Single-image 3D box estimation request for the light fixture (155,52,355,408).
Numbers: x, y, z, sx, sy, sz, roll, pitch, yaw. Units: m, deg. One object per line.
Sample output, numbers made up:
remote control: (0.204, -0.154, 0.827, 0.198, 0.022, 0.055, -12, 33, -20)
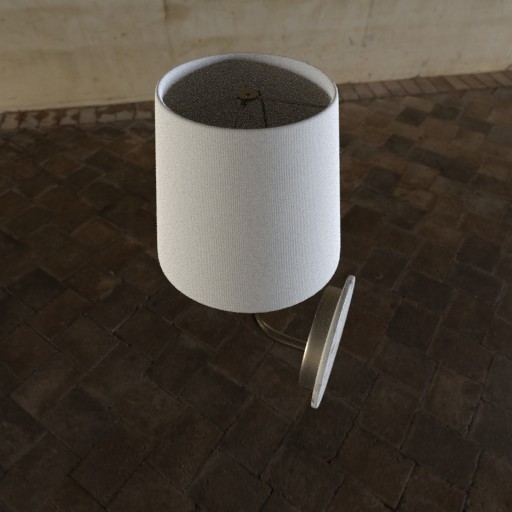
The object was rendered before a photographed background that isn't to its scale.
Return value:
light fixture: (0.000, 0.000, 0.432, 0.188, 0.337, 0.168, 16, 47, 15)
